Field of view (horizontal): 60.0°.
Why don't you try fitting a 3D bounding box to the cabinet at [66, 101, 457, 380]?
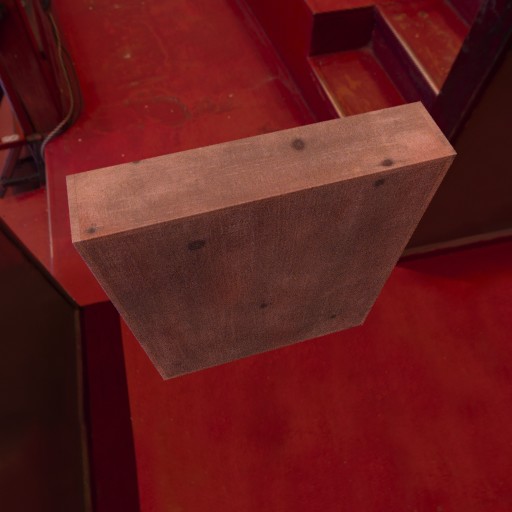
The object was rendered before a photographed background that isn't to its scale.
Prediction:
[{"bbox_3d":[0.000,0.000,0.838,0.489,0.590,0.184,-14,61,-8],"label":"cabinet"}]
